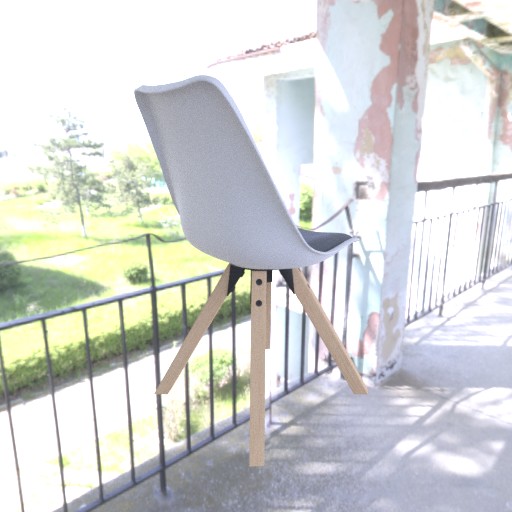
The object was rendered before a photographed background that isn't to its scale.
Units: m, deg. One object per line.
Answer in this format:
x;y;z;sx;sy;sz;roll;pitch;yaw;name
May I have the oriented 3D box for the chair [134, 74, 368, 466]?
0.000;0.000;1.201;0.550;0.850;0.485;-13;20;-42;chair
